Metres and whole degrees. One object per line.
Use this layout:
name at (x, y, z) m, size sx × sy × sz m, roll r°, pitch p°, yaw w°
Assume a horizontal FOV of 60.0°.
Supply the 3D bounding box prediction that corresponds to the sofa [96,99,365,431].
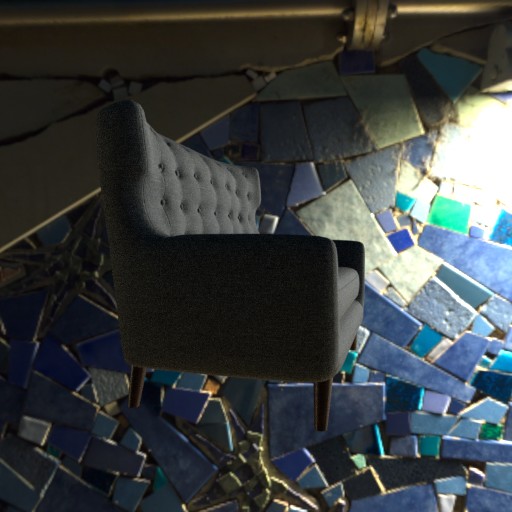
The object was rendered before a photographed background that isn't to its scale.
sofa at (0.000, 0.000, 1.976) m, size 0.874 × 1.028 × 1.358 m, roll 0°, pitch 1°, yaw 17°
